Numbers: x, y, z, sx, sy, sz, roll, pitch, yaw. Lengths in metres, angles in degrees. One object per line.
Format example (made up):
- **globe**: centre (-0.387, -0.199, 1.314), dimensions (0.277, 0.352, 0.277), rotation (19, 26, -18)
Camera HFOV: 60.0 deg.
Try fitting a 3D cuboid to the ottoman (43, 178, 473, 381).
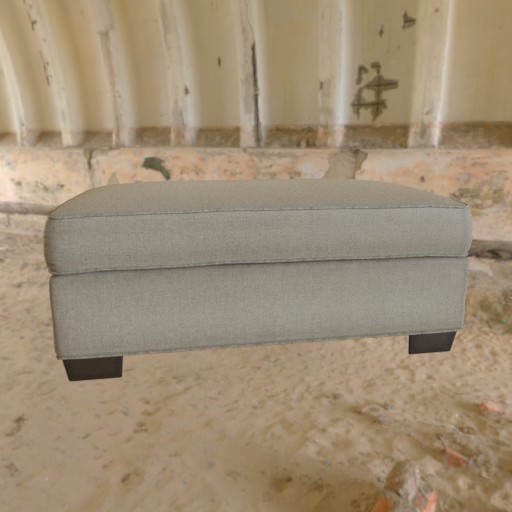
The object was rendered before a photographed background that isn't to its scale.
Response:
- **ottoman**: centre (0.000, 0.000, 1.411), dimensions (1.097, 0.461, 0.617), rotation (-2, 15, -9)
